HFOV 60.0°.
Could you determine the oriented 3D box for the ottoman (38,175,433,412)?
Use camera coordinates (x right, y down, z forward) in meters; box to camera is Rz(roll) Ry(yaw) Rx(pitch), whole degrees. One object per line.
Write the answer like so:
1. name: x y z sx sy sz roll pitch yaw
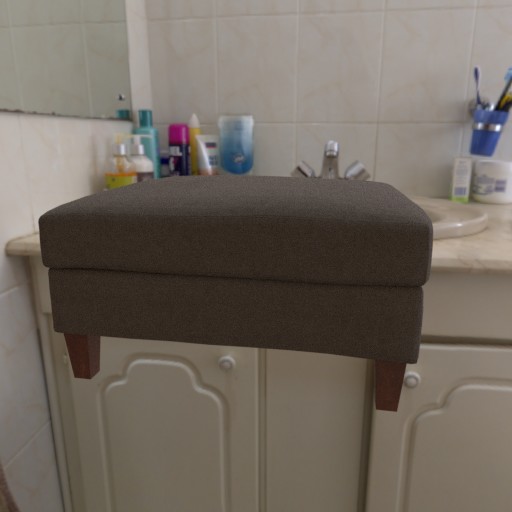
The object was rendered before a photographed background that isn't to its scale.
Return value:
1. ottoman: 0.000 0.000 1.375 0.881 0.482 0.861 3 15 10
